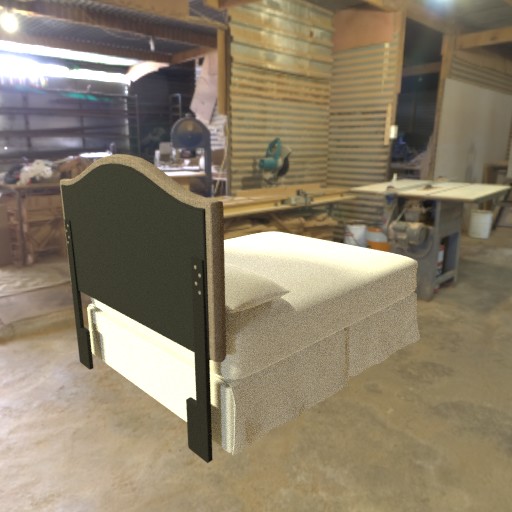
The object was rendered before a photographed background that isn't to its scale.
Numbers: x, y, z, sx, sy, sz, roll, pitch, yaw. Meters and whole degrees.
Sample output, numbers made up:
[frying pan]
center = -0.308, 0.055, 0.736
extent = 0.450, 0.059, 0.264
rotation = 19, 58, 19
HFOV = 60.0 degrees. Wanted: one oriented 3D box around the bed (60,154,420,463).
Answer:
[bed]
center = 0.000, 0.000, 3.301
extent = 2.153, 1.518, 1.713
rotation = -14, 20, -43
